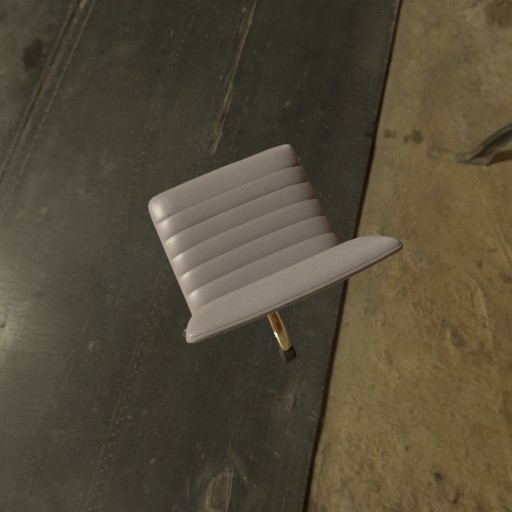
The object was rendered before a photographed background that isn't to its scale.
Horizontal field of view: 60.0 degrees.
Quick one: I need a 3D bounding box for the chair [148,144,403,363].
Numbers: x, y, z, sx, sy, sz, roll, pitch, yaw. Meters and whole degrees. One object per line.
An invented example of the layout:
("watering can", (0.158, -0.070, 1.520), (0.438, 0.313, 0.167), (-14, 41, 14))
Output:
("chair", (0.000, 0.000, 1.129), (0.569, 0.750, 0.542), (-23, 76, -6))
